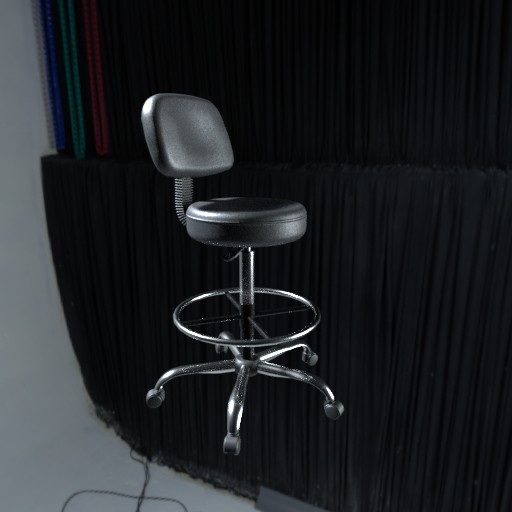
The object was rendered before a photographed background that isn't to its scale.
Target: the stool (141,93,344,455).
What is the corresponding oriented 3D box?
[{"bbox_3d":[0.000,0.000,1.521,0.658,1.069,0.694,7,16,26],"label":"stool"}]
